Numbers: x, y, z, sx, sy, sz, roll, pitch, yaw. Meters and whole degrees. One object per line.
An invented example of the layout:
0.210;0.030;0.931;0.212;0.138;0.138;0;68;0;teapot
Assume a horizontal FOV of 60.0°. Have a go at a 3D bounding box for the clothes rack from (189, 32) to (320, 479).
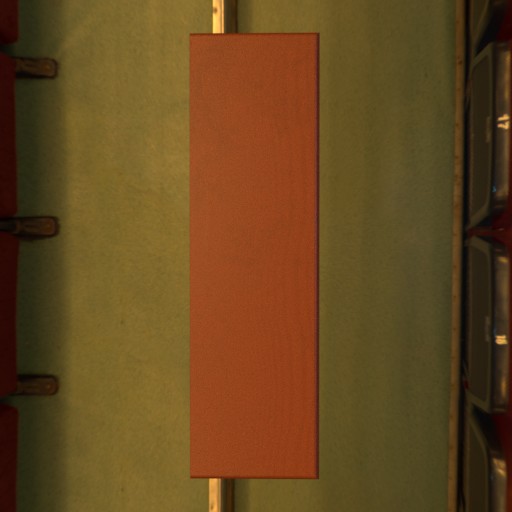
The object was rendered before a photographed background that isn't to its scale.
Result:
0.000;0.000;1.524;0.362;0.594;1.251;0;90;1;clothes rack
